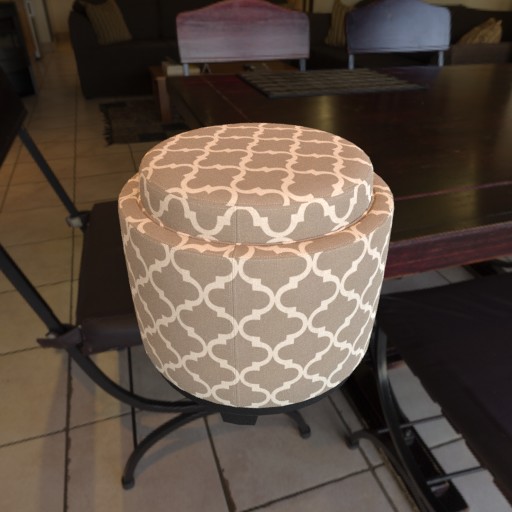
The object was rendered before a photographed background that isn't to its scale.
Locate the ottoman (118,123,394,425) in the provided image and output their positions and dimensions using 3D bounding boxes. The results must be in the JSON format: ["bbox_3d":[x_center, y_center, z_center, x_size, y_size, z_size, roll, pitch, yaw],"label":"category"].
[{"bbox_3d":[0.000,0.000,0.858,0.480,0.429,0.480,0,32,0],"label":"ottoman"}]
